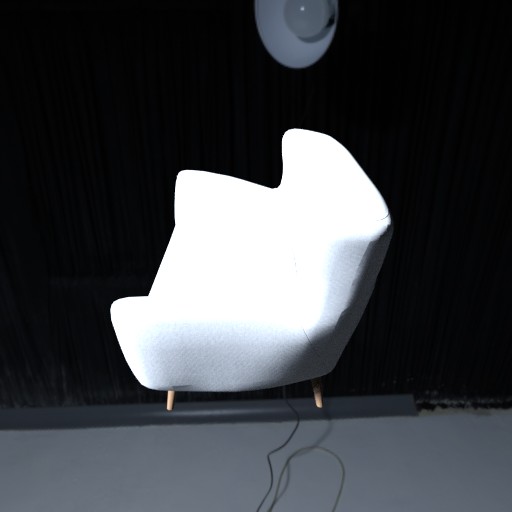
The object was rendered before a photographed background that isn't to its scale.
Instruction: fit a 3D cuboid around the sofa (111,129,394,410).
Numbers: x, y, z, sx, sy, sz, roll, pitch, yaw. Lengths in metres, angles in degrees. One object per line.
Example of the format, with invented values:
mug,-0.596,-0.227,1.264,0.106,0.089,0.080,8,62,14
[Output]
sofa,0.000,0.000,2.018,0.921,0.878,1.424,0,27,0
